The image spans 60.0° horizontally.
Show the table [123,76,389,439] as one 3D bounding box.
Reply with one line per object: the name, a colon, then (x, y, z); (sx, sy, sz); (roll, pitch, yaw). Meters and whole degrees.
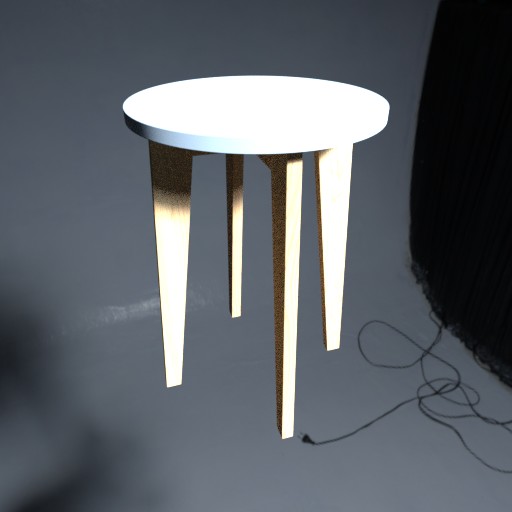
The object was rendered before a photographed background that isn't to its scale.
table: (0.000, 0.000, 0.732); (0.350, 0.500, 0.350); (0, 32, 0)
